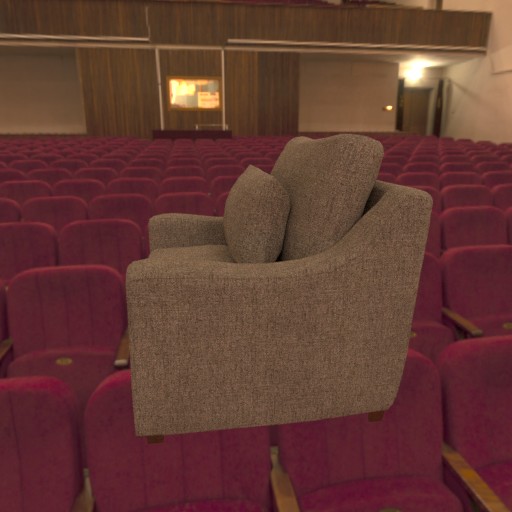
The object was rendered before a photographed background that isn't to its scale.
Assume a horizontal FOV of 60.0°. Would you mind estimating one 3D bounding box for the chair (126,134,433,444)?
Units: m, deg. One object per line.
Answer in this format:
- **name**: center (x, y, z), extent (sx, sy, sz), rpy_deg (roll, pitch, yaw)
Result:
- **chair**: center (0.000, 0.000, 1.965), extent (1.009, 1.037, 1.138), rpy_deg (-2, 15, -8)
